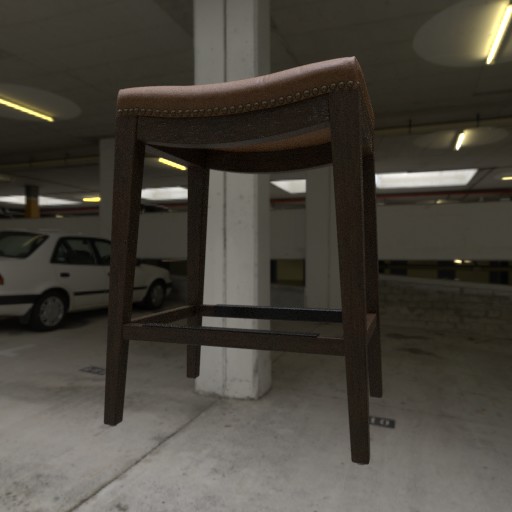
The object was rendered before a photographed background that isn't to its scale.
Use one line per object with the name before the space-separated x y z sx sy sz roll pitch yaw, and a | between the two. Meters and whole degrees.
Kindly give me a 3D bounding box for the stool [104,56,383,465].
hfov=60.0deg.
stool | 0.000 0.000 0.943 0.500 0.660 0.361 0 1 19
